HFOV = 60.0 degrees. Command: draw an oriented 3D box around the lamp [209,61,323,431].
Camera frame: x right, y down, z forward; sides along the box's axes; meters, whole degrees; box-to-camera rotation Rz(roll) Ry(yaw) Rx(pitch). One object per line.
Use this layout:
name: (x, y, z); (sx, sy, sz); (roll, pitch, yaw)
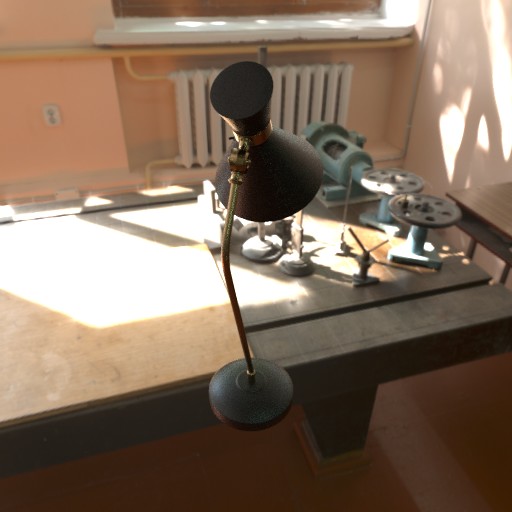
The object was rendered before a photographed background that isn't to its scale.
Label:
lamp: (0.000, 0.000, 0.777); (0.189, 0.647, 0.292); (10, 33, 15)
